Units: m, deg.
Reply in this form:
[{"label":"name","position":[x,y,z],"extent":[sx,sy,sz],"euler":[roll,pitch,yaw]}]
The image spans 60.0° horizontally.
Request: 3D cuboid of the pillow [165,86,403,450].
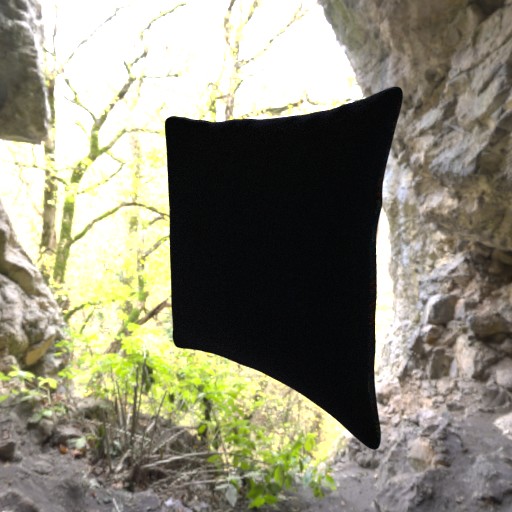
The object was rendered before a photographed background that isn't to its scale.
[{"label":"pillow","position":[0.000,0.000,0.654],"extent":[0.141,0.431,0.431],"euler":[-13,18,-44]}]
